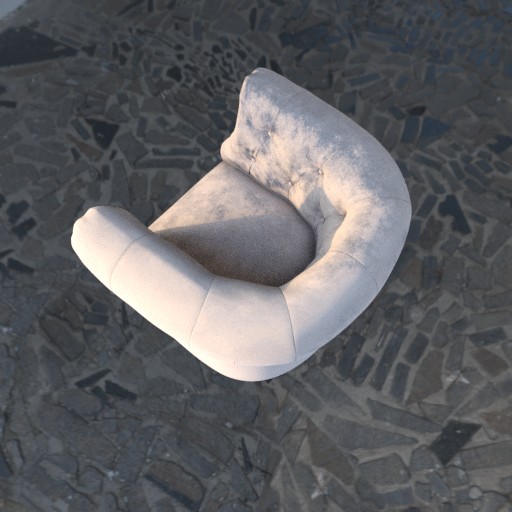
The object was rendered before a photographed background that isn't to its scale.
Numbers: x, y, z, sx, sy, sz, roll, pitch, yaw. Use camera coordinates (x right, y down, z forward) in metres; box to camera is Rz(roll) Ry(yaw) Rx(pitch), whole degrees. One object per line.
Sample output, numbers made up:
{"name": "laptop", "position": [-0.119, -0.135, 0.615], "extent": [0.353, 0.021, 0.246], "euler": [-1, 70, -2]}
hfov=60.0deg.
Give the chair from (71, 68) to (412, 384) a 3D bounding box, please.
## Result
{"name": "chair", "position": [0.000, 0.000, 1.601], "extent": [0.851, 0.826, 0.904], "euler": [37, 69, 17]}
